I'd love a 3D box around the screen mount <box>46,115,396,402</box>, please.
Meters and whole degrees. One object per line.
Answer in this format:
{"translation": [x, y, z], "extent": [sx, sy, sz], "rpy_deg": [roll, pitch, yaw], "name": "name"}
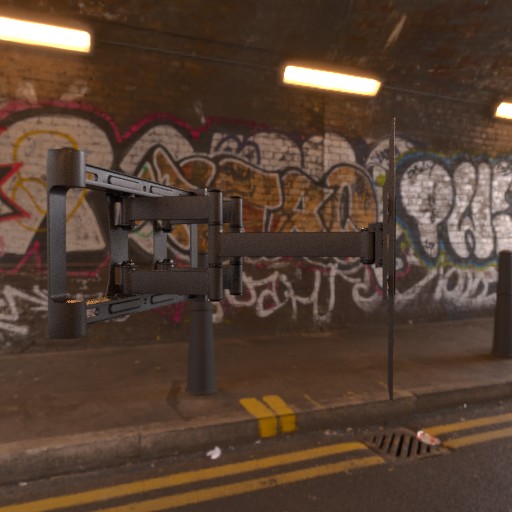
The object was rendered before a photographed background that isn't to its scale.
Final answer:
{"translation": [0.000, 0.000, 1.069], "extent": [0.644, 0.491, 0.661], "rpy_deg": [0, 1, 18], "name": "screen mount"}
